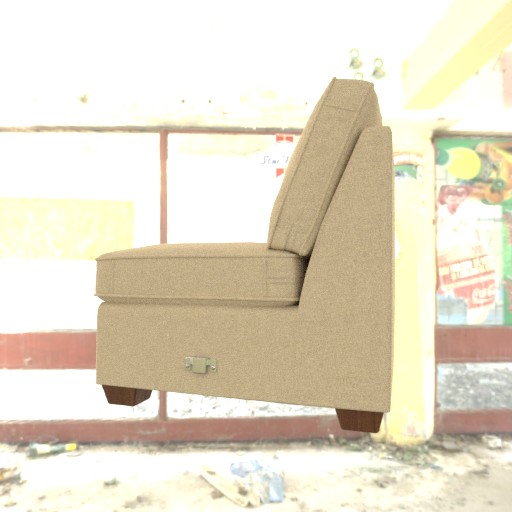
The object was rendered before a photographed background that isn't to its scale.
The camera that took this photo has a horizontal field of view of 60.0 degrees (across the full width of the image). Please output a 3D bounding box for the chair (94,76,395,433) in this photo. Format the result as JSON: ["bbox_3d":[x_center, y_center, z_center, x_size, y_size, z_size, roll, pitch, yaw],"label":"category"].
[{"bbox_3d":[0.000,0.000,1.571,0.938,0.970,0.621,-1,-2,18],"label":"chair"}]
